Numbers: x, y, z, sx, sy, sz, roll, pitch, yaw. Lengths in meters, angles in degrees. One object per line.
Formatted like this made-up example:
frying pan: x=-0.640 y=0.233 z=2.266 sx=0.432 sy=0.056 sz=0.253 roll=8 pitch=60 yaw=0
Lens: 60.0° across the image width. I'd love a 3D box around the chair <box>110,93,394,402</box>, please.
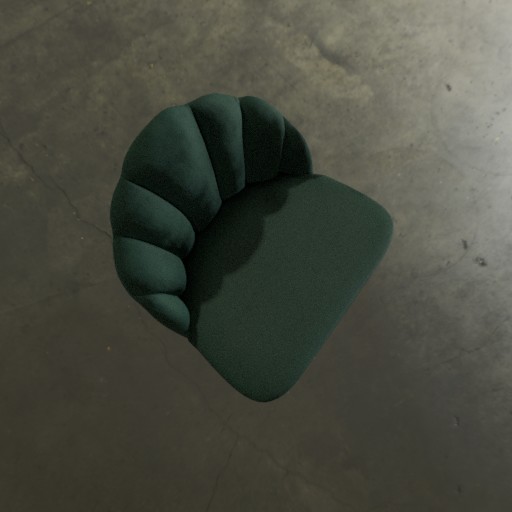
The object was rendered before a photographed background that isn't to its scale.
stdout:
chair: x=0.000 y=0.000 z=1.286 sx=0.599 sy=0.819 sz=0.657 roll=36 pitch=78 yaw=9
